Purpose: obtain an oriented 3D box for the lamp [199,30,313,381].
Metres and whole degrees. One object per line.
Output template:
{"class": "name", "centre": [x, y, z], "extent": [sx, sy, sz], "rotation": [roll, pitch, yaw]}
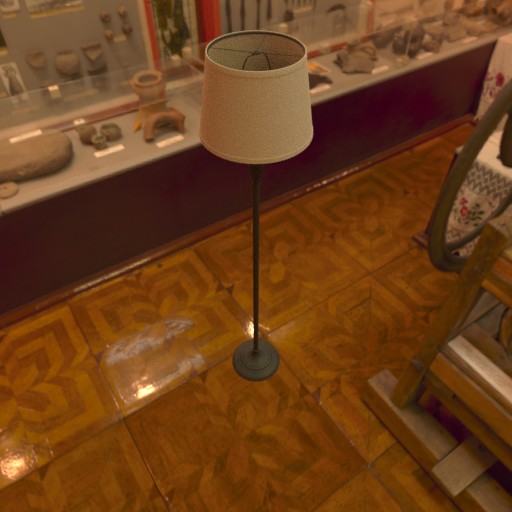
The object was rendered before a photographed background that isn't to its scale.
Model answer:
{"class": "lamp", "centre": [0.000, 0.000, 1.656], "extent": [0.327, 1.506, 0.327], "rotation": [-25, 51, -21]}
